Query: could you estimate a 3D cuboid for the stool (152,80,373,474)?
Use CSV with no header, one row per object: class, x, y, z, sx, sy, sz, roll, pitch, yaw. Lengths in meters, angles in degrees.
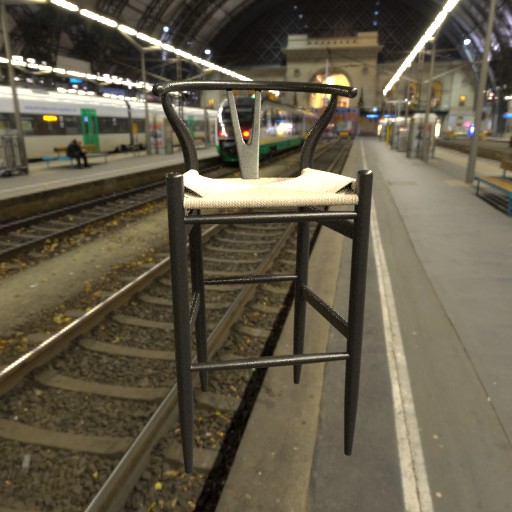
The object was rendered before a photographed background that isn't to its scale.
stool,0.000,0.000,1.380,0.569,1.072,0.579,-2,16,-8
